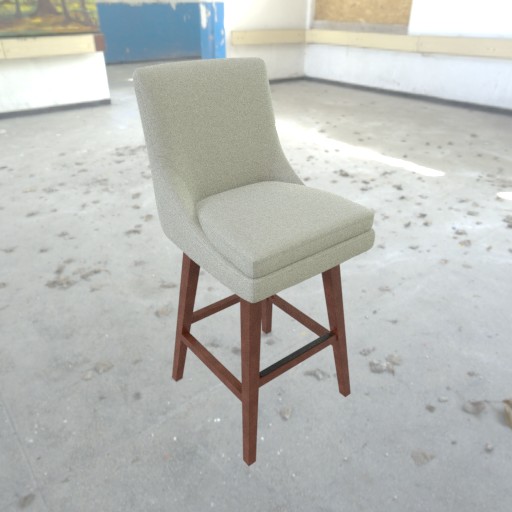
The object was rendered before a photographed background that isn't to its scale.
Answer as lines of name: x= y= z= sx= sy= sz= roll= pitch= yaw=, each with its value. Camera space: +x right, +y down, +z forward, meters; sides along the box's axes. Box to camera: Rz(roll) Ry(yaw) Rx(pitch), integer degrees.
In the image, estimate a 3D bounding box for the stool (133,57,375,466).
stool: x=0.000 y=0.000 z=1.393 sx=0.470 sy=1.092 sz=0.559 roll=-22 pitch=36 yaw=-33
